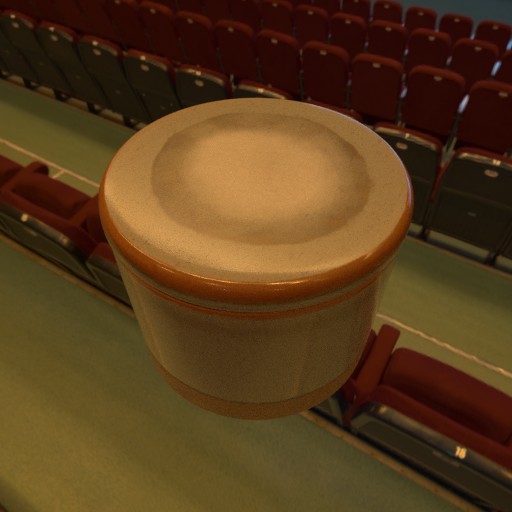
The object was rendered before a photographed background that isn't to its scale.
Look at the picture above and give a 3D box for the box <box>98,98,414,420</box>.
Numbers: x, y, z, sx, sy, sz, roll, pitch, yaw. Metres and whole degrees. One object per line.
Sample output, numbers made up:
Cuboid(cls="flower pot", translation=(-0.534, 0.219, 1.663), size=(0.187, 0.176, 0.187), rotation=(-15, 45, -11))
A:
Cuboid(cls="box", translation=(0.000, 0.000, 0.210), size=(0.123, 0.100, 0.123), rotation=(0, 46, 0))
